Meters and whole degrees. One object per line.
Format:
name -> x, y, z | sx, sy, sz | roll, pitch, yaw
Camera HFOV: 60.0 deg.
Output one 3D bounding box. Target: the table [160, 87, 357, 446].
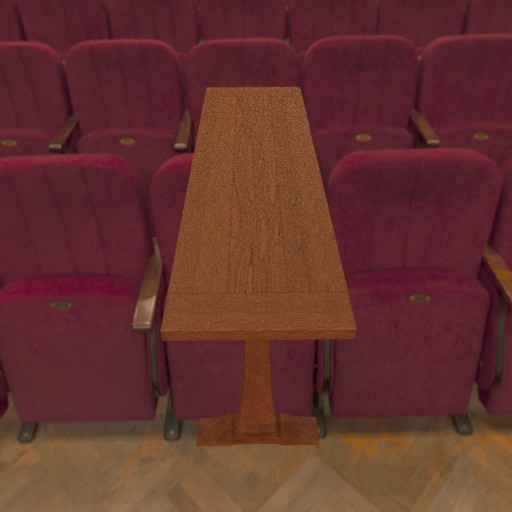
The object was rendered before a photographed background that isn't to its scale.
table -> 0.000, 0.000, 1.845 | 0.461, 0.852, 1.478 | 0, 41, -1
